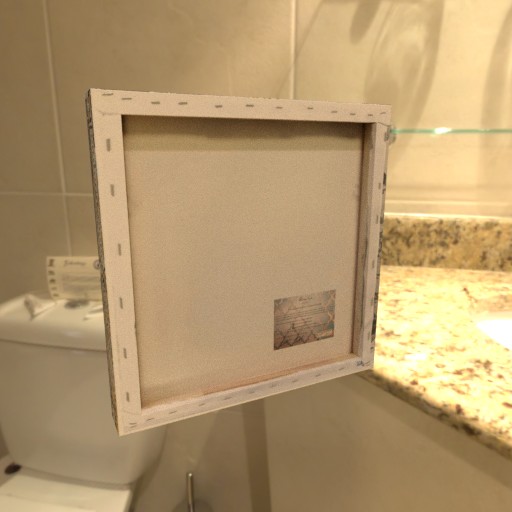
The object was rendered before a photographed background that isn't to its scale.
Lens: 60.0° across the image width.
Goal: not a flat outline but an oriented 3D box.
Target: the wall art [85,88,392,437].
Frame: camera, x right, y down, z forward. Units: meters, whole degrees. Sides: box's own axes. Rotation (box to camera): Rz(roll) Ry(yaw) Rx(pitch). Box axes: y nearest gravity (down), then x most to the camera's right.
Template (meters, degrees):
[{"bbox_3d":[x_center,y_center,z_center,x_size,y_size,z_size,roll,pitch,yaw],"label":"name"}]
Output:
[{"bbox_3d":[0.000,0.000,0.456,0.302,0.306,0.038,-7,15,-25],"label":"wall art"}]
